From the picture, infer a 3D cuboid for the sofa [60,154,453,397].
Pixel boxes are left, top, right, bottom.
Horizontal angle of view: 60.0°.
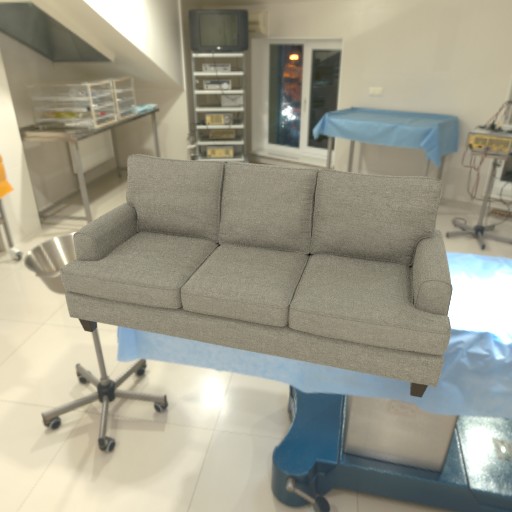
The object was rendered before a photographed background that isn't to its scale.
[{"bbox_3d":[0.000,0.000,2.683,2.158,0.965,0.951,8,27,15],"label":"sofa"}]
